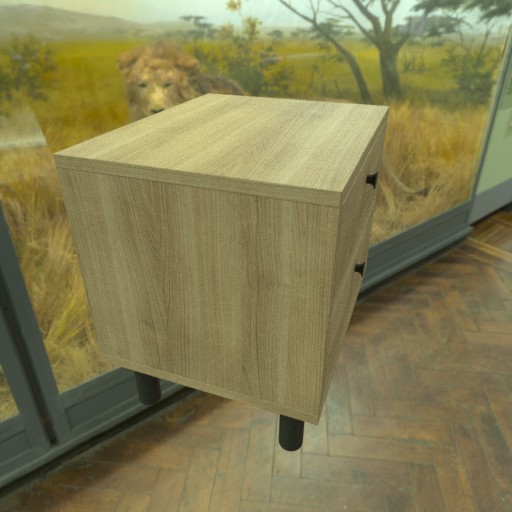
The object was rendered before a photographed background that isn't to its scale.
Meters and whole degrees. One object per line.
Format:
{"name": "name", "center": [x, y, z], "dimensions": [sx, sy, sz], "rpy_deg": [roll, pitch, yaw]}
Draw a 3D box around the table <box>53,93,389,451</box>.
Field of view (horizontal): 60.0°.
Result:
{"name": "table", "center": [0.000, 0.000, 0.794], "dimensions": [0.380, 0.460, 0.445], "rpy_deg": [11, 32, 18]}
